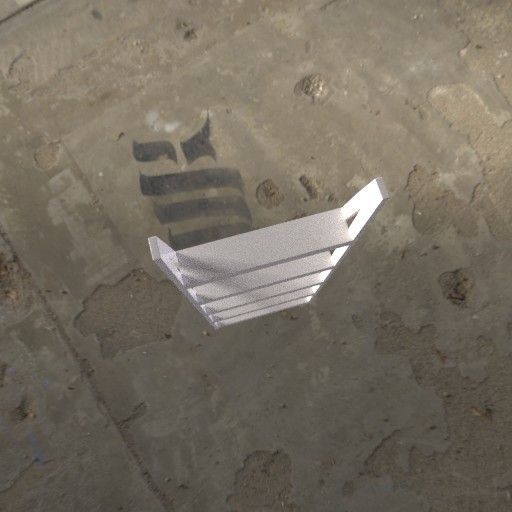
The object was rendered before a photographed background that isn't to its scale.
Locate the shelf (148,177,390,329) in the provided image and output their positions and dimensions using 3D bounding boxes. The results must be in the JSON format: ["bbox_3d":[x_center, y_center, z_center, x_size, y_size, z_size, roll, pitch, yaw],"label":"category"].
[{"bbox_3d":[0.000,0.000,2.036,0.636,1.779,0.341,-15,76,-4],"label":"shelf"}]
